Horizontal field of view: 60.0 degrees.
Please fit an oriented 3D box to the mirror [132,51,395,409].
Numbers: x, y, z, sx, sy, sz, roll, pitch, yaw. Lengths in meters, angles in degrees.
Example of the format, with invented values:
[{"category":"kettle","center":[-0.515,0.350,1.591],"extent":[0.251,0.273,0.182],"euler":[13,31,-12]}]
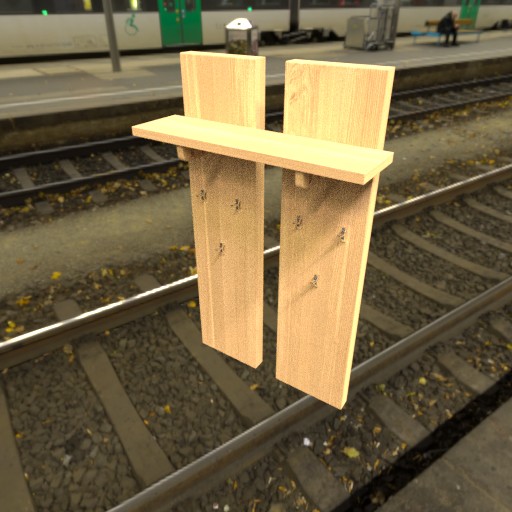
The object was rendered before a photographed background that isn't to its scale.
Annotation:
[{"category":"mirror","center":[0.000,0.000,1.553],"extent":[0.800,1.250,0.260],"euler":[19,35,29]}]
